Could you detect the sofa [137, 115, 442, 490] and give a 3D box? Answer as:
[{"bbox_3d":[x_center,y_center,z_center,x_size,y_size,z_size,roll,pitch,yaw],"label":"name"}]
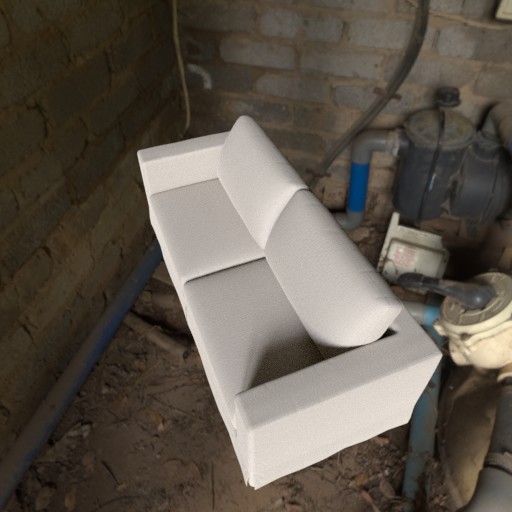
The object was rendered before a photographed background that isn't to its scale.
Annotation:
[{"bbox_3d":[0.000,0.000,2.668,0.954,0.881,2.163,-16,48,-15],"label":"sofa"}]
